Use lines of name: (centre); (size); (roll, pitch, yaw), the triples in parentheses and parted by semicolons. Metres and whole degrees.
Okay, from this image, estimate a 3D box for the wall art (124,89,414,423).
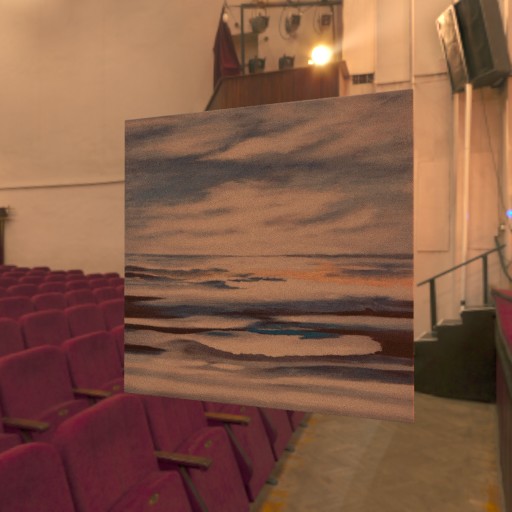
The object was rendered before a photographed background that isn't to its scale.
wall art: (0.000, 0.000, 1.115); (0.747, 0.747, 0.035); (0, 0, 18)
